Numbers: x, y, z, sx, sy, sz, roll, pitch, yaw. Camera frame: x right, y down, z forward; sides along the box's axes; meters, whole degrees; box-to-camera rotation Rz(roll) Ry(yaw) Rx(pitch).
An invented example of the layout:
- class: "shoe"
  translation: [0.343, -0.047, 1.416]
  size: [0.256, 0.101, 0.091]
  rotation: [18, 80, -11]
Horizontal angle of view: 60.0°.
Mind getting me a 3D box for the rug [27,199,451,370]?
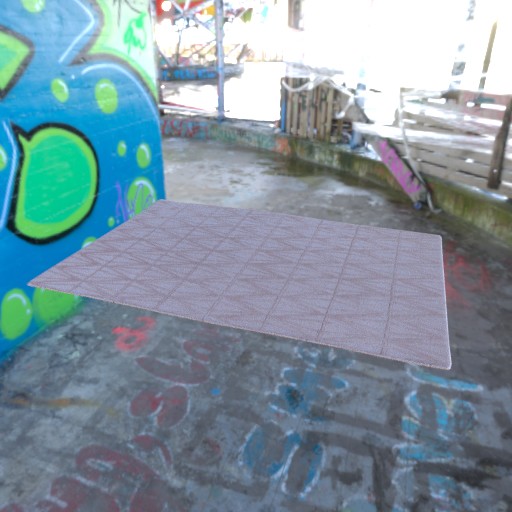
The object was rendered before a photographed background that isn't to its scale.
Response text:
- class: "rug"
  translation: [0.000, 0.000, 2.301]
  size: [1.837, 0.025, 1.230]
  rotation: [9, 28, 17]
